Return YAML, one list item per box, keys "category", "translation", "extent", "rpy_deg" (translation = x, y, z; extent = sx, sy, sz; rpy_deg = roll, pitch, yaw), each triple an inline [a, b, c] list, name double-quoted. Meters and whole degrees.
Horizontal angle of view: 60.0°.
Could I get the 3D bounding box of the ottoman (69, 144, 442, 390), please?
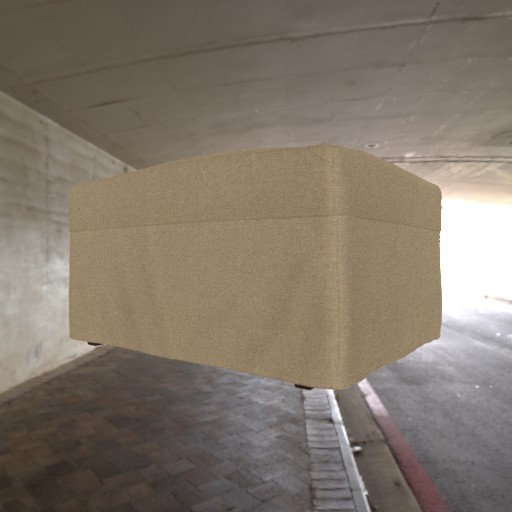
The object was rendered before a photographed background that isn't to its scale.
- category: "ottoman"
  translation: [0.000, 0.000, 1.226]
  extent: [0.833, 0.485, 0.650]
  rpy_deg: [0, 0, 37]
